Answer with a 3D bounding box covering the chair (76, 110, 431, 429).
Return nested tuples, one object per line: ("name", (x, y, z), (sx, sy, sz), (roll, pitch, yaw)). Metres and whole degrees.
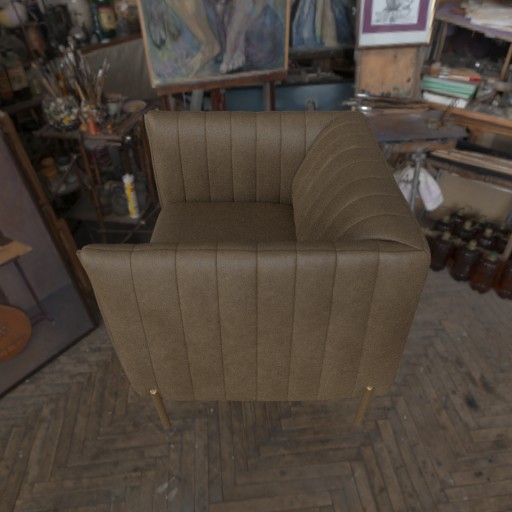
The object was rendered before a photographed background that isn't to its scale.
("chair", (0.000, 0.000, 1.642), (0.876, 0.779, 0.981), (0, 40, 0))
